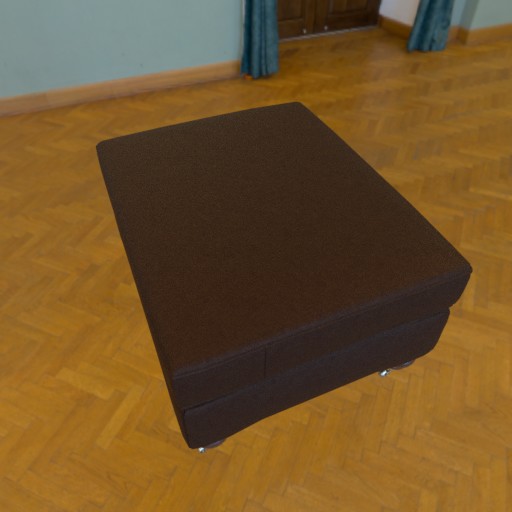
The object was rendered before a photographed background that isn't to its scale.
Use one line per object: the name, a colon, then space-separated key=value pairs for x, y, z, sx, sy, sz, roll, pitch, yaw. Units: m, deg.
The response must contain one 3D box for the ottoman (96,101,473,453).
ottoman: x=0.000 y=0.000 z=1.799 sx=0.967 sy=0.730 sz=1.187 roll=-17 pitch=48 yaw=-16
